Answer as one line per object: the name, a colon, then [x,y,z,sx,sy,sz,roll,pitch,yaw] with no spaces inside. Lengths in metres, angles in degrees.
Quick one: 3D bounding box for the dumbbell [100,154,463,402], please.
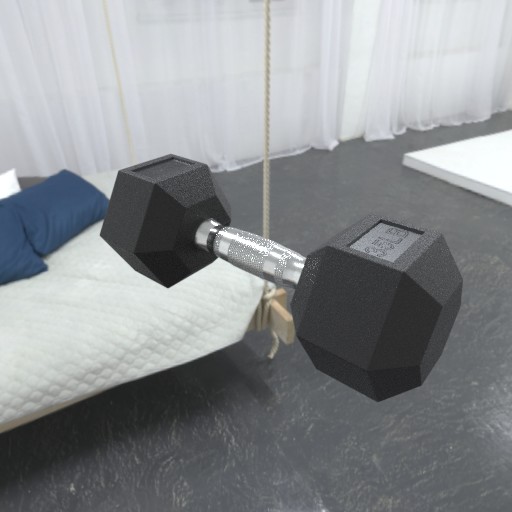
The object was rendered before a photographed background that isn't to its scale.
dumbbell: [0.000,0.000,0.426,0.356,0.123,0.141,23,37,33]
